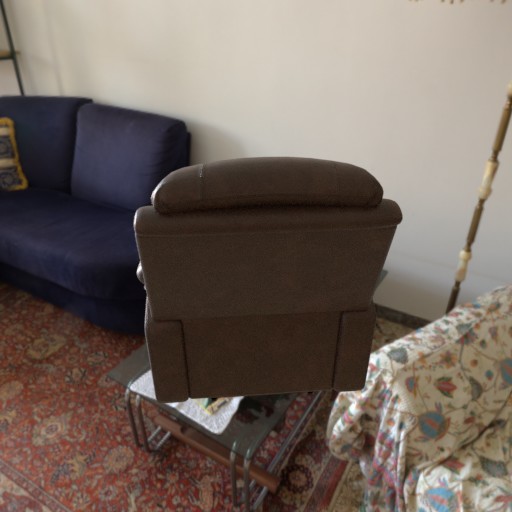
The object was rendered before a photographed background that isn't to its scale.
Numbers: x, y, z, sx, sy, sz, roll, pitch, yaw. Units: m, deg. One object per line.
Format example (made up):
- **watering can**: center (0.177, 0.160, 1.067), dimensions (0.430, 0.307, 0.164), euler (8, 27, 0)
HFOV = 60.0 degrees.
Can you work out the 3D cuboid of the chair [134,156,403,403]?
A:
- **chair**: center (0.000, 0.000, 1.691), dimensions (0.855, 0.992, 0.919), euler (-2, 30, -4)
